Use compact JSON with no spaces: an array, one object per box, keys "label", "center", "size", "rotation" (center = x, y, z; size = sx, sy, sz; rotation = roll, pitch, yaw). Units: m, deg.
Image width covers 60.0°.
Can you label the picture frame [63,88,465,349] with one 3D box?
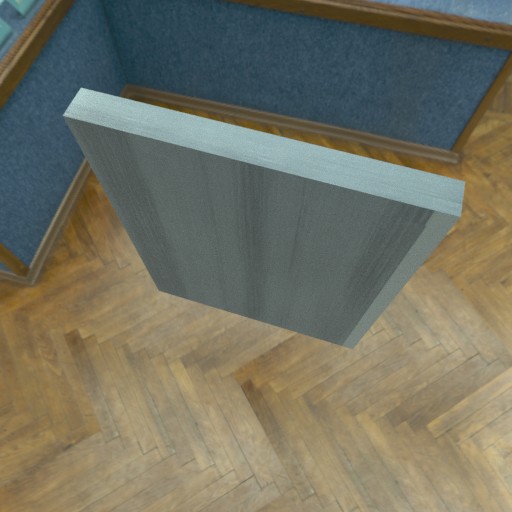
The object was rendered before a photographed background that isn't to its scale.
[{"label":"picture frame","center":[0.000,0.000,0.738],"size":[0.449,0.555,0.046],"rotation":[16,65,7]}]
